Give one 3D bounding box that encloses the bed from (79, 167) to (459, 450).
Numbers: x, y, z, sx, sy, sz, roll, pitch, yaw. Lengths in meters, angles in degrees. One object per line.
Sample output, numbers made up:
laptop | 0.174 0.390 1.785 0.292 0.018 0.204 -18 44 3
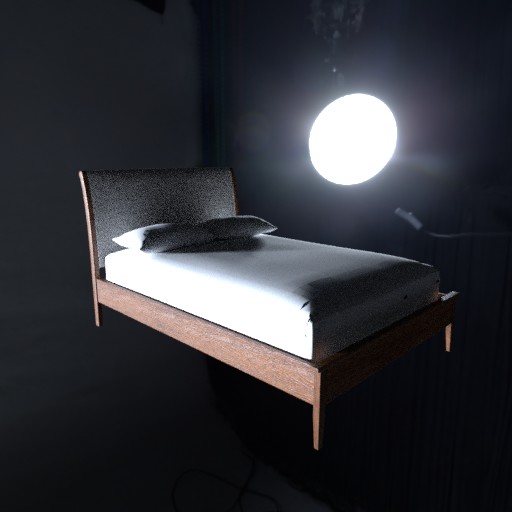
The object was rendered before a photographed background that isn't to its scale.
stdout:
bed | 0.000 0.000 3.299 2.380 1.250 1.612 12 17 44
